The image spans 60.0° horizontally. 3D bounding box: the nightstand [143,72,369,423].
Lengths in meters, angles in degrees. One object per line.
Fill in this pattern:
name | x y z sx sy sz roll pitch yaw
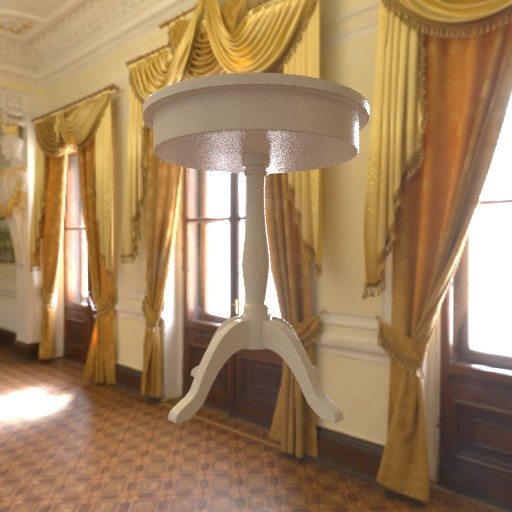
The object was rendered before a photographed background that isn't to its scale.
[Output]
nightstand | 0.000 0.000 1.038 0.513 0.653 0.513 -1 1 -36
